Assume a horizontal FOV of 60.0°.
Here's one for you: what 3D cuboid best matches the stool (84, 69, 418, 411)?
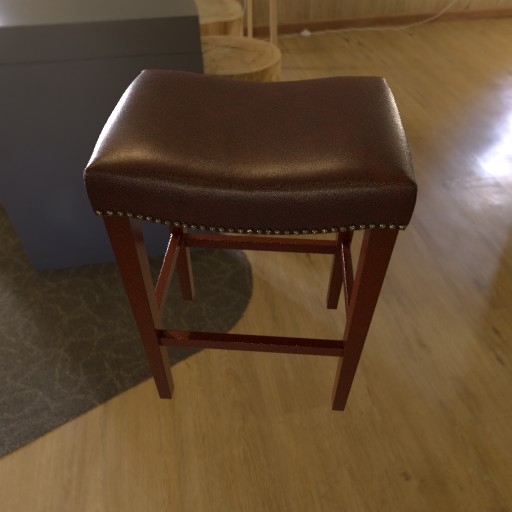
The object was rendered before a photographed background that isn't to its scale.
[{"bbox_3d":[0.000,0.000,1.013,0.504,0.742,0.372,3,46,3],"label":"stool"}]
